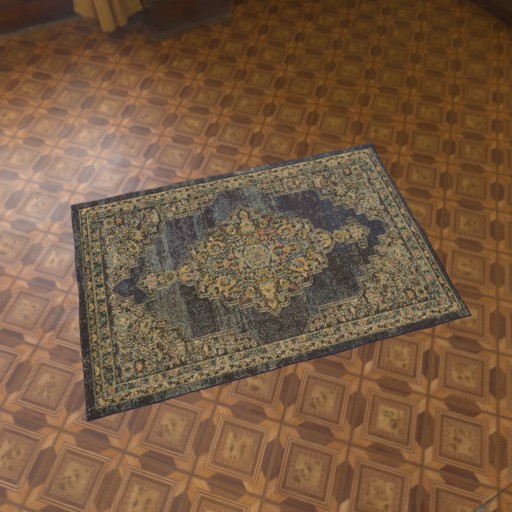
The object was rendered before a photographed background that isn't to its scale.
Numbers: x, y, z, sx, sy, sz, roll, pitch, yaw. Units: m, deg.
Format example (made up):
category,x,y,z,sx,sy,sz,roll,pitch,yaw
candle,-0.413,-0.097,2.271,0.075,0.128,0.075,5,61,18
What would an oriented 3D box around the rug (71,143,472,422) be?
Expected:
category,x,y,z,sx,sy,sz,roll,pitch,yaw
rug,0.000,0.000,2.251,1.781,0.012,1.184,-13,59,-8
